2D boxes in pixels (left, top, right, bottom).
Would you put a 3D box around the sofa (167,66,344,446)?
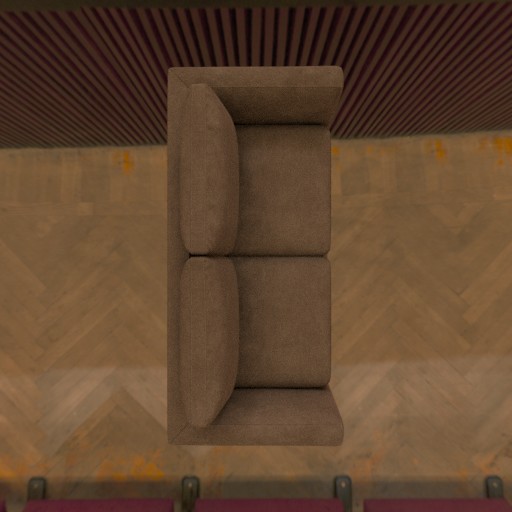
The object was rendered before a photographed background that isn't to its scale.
[{"bbox_3d":[0.000,0.000,2.361,0.855,1.013,1.832,0,90,0],"label":"sofa"}]
